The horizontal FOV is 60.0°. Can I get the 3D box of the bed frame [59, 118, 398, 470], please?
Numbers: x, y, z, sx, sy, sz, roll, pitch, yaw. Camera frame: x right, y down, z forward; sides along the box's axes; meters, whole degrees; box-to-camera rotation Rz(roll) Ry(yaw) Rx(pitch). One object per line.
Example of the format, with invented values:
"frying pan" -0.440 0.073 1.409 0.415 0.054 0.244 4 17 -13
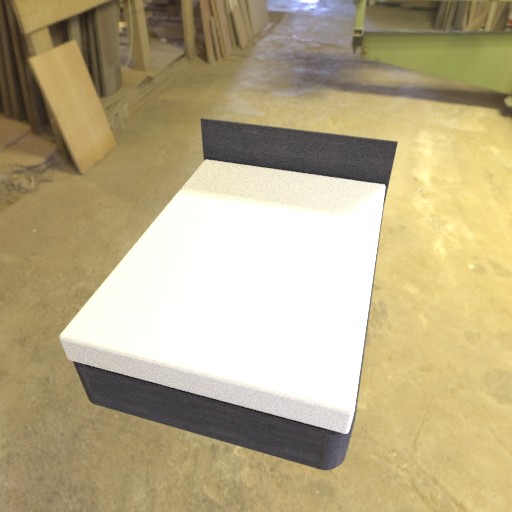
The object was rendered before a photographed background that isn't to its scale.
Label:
"bed frame" 0.000 0.000 2.643 1.400 0.800 1.900 11 40 13
